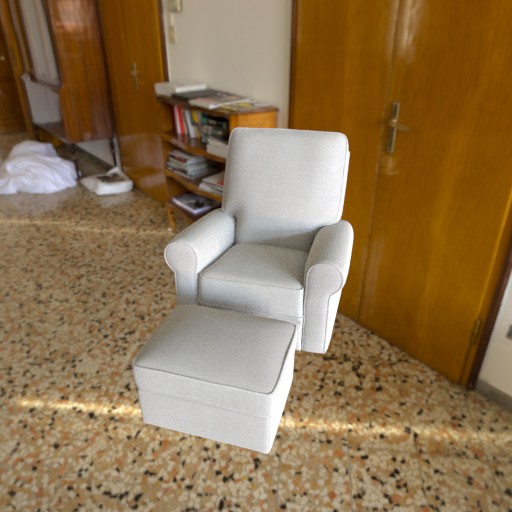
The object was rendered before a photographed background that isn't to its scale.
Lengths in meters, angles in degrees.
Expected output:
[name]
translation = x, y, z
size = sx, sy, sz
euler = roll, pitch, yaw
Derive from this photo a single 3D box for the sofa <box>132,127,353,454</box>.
[sofa]
translation = 0.000, 0.000, 2.133
size = 0.880, 0.959, 1.478
euler = 8, 29, 14
